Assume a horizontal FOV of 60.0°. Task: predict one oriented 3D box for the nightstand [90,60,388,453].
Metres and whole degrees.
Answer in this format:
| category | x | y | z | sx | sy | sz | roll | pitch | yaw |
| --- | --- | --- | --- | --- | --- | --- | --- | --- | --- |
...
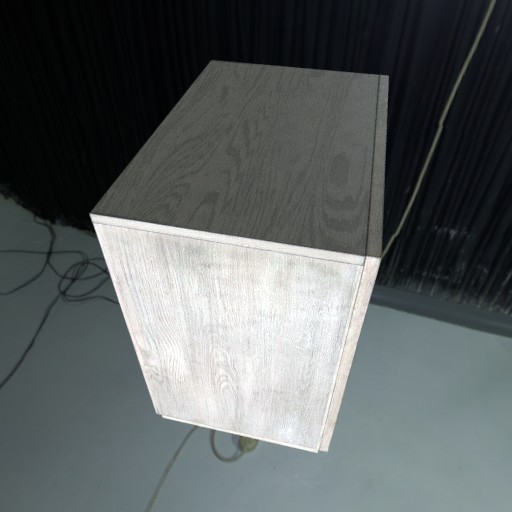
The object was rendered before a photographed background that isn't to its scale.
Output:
| category | x | y | z | sx | sy | sz | roll | pitch | yaw |
| --- | --- | --- | --- | --- | --- | --- | --- | --- | --- |
| nightstand | 0.000 | 0.000 | 1.070 | 0.483 | 0.673 | 0.612 | 9 | 45 | 9 |
